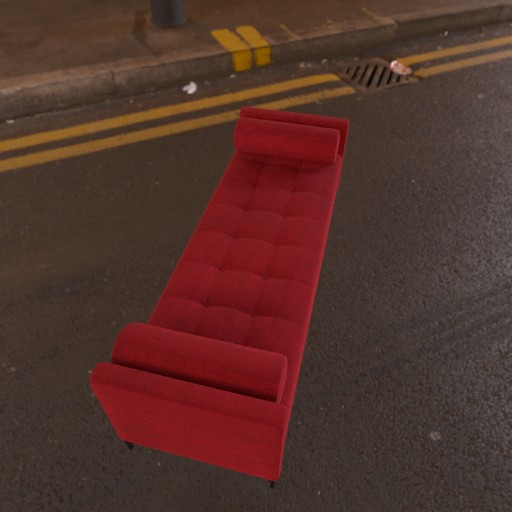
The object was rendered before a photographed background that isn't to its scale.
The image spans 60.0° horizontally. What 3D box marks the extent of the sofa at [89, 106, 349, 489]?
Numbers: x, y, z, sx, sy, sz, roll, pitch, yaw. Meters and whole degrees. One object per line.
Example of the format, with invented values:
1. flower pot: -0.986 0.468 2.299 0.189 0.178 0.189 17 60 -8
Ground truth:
1. sofa: 0.000 0.000 2.320 0.686 0.635 1.981 10 47 10
